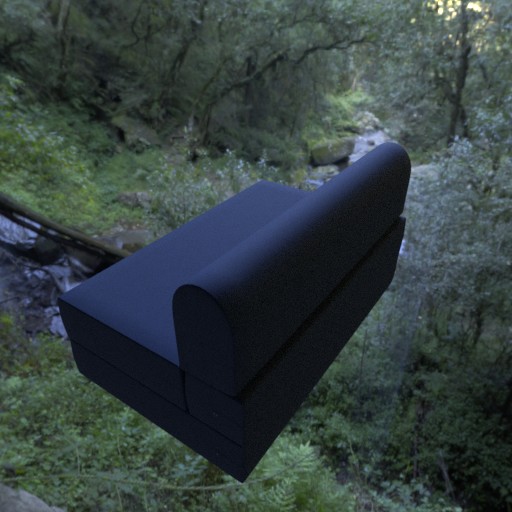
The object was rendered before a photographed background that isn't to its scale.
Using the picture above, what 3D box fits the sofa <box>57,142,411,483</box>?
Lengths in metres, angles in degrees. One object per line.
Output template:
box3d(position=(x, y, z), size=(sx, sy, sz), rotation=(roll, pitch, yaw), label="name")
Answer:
box3d(position=(0.000, 0.000, 1.686), size=(0.762, 0.660, 1.219), rotation=(20, 38, 29), label="sofa")
